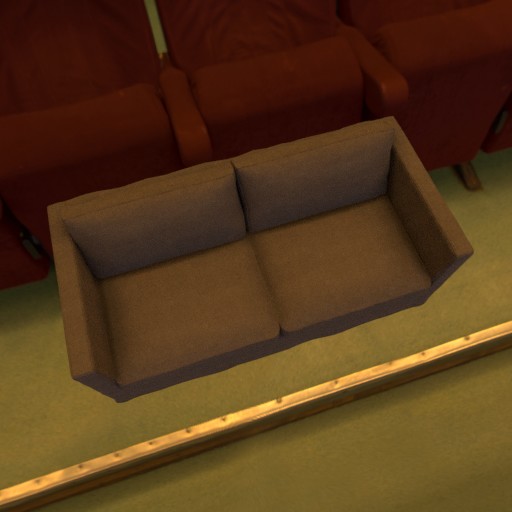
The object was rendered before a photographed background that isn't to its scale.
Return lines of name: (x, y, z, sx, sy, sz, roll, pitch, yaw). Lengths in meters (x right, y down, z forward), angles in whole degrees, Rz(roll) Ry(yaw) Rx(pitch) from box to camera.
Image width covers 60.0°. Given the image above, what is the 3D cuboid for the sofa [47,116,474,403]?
sofa: (0.000, 0.000, 2.455, 1.982, 0.855, 0.953, -16, 66, -8)
